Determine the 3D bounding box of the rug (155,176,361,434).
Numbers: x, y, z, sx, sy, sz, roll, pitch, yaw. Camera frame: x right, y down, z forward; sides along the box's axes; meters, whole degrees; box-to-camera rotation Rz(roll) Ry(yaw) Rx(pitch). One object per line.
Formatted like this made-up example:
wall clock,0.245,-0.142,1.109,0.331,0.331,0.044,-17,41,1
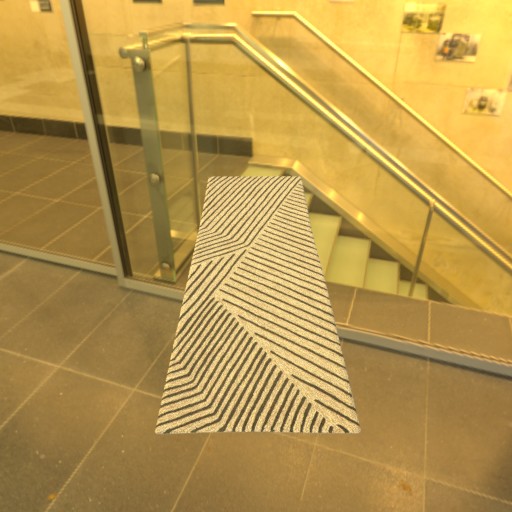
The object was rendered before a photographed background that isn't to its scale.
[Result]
rug,0.000,0.000,2.678,0.773,0.020,2.439,0,33,0
